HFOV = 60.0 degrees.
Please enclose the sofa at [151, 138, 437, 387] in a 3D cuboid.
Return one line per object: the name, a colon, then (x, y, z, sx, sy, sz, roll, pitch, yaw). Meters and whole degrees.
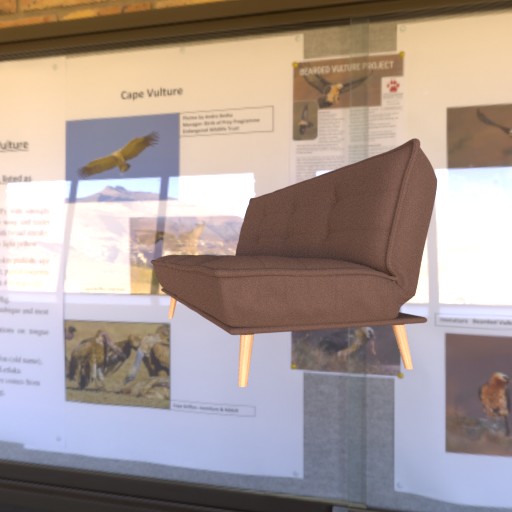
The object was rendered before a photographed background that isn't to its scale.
sofa: (0.000, 0.000, 2.450, 0.950, 0.890, 1.940, 0, 0, -19)
